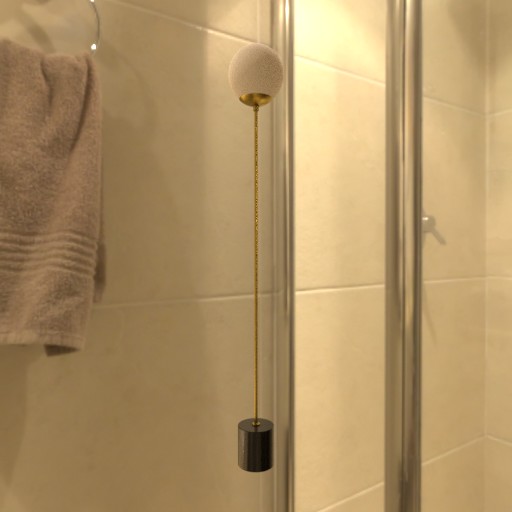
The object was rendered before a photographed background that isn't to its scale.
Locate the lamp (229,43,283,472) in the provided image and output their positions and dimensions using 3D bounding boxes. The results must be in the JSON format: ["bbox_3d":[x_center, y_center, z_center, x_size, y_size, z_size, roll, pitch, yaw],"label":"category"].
[{"bbox_3d":[0.000,0.000,1.855,0.229,1.748,0.229,0,1,18],"label":"lamp"}]
